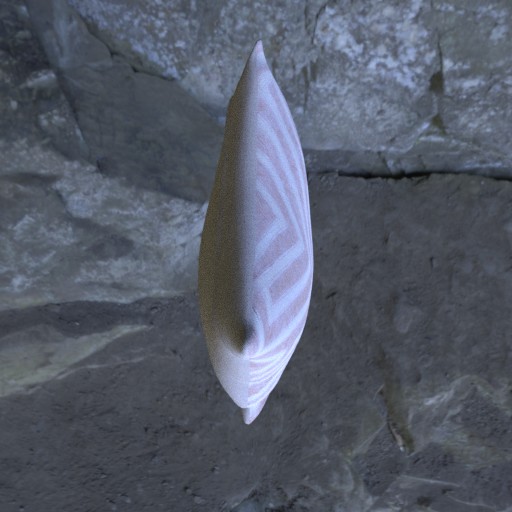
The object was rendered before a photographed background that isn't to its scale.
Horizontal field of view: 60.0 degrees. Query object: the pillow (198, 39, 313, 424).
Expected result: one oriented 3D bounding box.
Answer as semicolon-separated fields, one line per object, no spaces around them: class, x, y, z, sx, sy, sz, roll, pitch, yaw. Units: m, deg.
pillow;0.000;0.000;0.683;0.182;0.441;0.440;1;63;1
